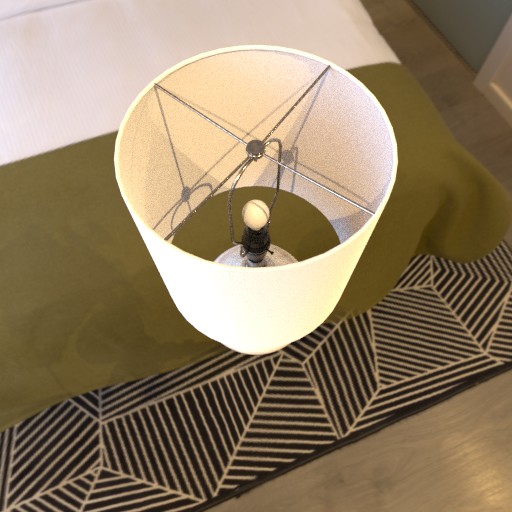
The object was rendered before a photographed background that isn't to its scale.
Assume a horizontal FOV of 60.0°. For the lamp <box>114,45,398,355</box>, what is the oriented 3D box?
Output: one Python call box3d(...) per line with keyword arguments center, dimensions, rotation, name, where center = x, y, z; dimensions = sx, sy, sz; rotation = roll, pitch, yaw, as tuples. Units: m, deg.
box3d(center=(0.000, 0.000, 0.523), dimensions=(0.217, 0.404, 0.217), rotation=(34, 69, 15), name="lamp")
